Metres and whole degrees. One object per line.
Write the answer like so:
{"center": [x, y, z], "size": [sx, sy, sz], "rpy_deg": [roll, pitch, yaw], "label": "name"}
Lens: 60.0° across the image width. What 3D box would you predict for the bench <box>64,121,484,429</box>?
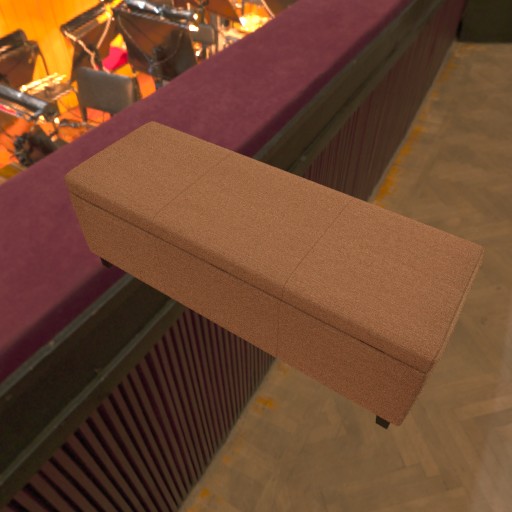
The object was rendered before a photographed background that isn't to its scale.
{"center": [0.000, 0.000, 1.486], "size": [1.269, 0.438, 0.446], "rpy_deg": [26, 51, 22], "label": "bench"}
